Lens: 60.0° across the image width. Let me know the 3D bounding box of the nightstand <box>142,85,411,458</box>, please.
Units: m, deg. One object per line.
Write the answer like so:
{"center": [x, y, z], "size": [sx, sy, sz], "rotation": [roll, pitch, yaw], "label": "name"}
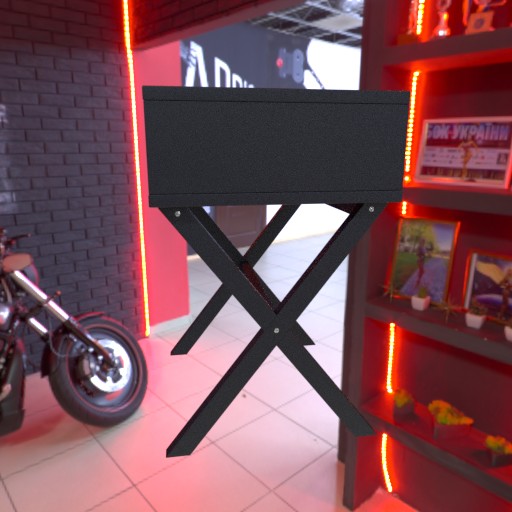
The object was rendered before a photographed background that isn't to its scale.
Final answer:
{"center": [0.000, 0.000, 0.951], "size": [0.402, 0.623, 0.479], "rotation": [-2, 14, -9], "label": "nightstand"}
